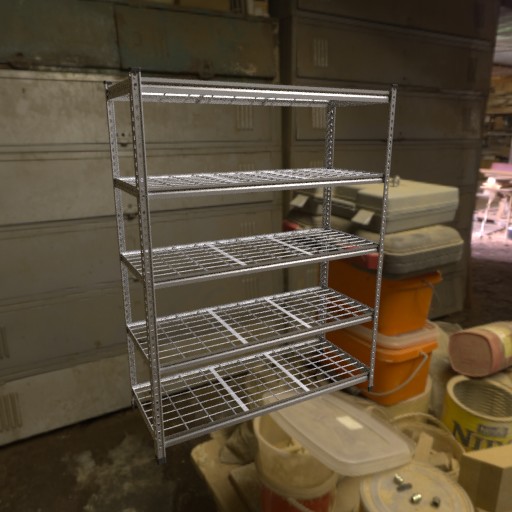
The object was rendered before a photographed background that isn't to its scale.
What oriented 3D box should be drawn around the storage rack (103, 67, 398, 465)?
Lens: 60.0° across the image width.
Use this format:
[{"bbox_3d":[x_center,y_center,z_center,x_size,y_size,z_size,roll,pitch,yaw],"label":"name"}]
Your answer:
[{"bbox_3d":[0.000,0.000,2.714,1.524,1.981,0.610,-8,18,-27],"label":"storage rack"}]
